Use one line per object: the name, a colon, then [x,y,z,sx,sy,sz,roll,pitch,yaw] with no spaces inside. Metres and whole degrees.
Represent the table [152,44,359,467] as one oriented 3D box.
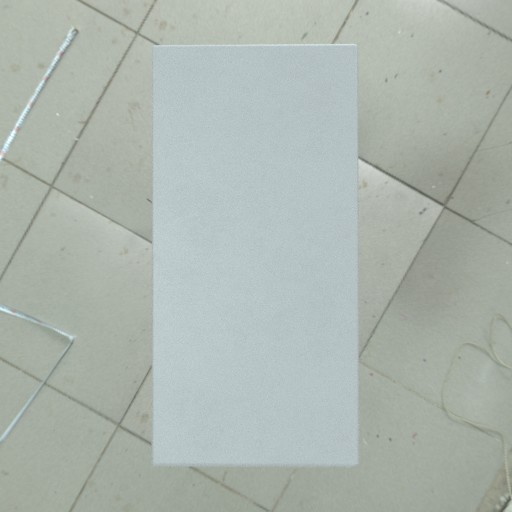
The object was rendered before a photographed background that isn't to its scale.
table: [0.000,0.000,1.464,0.580,0.487,1.171,0,90,1]
